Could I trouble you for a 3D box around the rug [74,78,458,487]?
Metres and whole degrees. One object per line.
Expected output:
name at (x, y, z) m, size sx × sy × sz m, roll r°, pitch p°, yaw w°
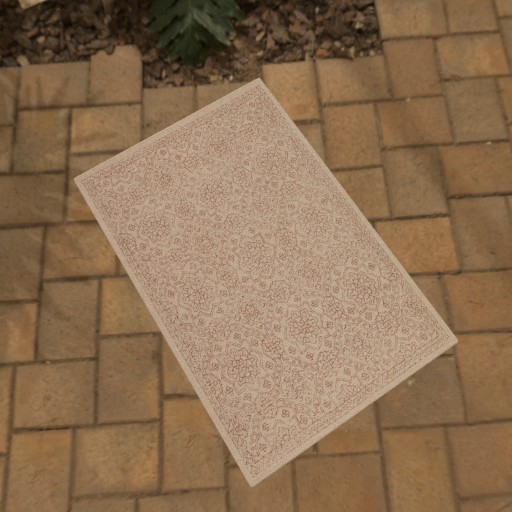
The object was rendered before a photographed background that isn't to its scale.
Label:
rug at (0.000, 0.000, 2.317) m, size 1.219 × 0.010 × 1.829 m, roll -32°, pitch 76°, yaw -9°
